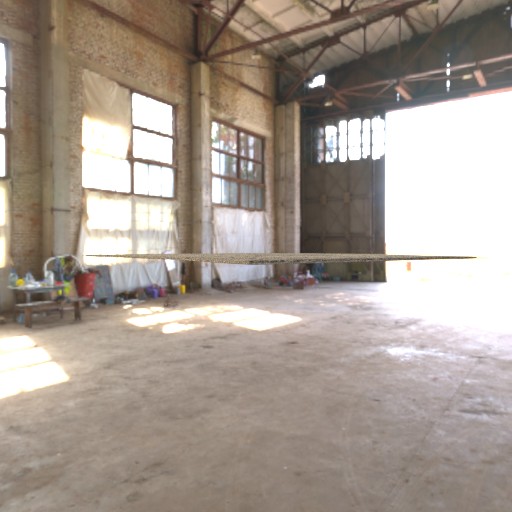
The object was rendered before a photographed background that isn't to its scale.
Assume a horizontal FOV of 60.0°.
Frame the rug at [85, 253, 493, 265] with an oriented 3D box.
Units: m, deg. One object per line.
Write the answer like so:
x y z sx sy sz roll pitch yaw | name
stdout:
0.000 0.000 3.861 2.125 0.028 3.027 -1 1 -36 | rug
